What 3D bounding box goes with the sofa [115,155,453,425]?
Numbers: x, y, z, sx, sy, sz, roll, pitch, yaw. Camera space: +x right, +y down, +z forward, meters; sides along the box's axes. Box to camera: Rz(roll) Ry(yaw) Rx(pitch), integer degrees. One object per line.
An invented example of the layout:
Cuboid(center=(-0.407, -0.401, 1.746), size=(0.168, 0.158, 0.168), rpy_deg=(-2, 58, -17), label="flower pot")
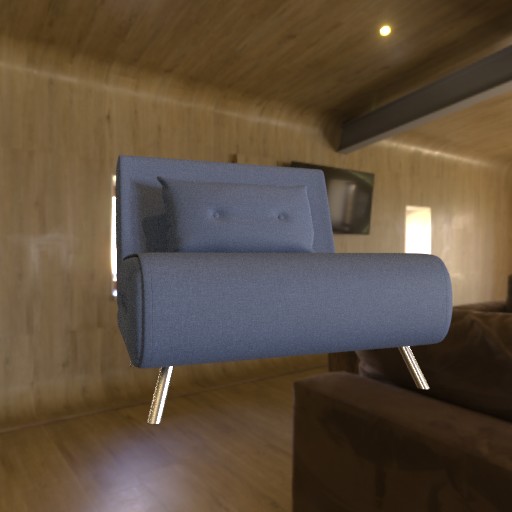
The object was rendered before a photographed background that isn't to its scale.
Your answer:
Cuboid(center=(0.000, 0.000, 1.683), size=(0.999, 0.860, 0.996), rpy_deg=(0, 0, -20), label="sofa")
